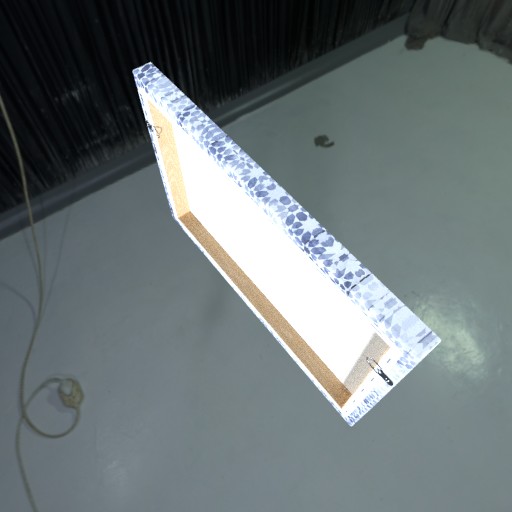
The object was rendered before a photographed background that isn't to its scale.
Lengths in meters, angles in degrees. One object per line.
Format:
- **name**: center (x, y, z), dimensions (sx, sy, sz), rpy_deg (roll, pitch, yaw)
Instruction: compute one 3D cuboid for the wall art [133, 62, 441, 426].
- **wall art**: center (0.000, 0.000, 1.159), dimensions (0.057, 0.608, 0.911), rpy_deg (-34, 65, -18)
